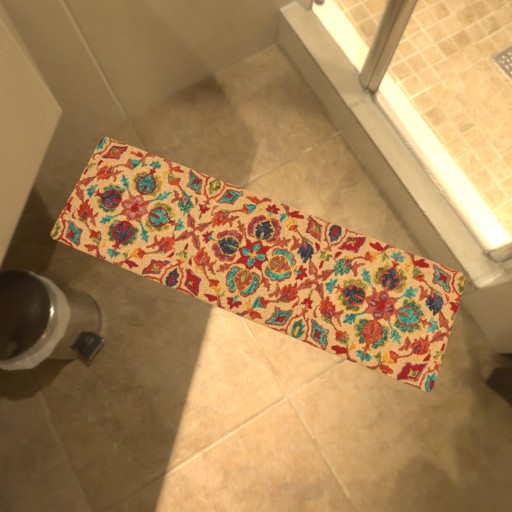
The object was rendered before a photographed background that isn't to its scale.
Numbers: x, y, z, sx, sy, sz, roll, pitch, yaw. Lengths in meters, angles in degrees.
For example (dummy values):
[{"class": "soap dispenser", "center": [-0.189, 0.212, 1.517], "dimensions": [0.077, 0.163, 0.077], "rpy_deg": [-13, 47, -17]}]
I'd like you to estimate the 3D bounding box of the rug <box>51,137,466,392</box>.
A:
[{"class": "rug", "center": [0.000, 0.000, 2.503], "dimensions": [2.273, 0.016, 0.693], "rpy_deg": [22, 78, 5]}]
